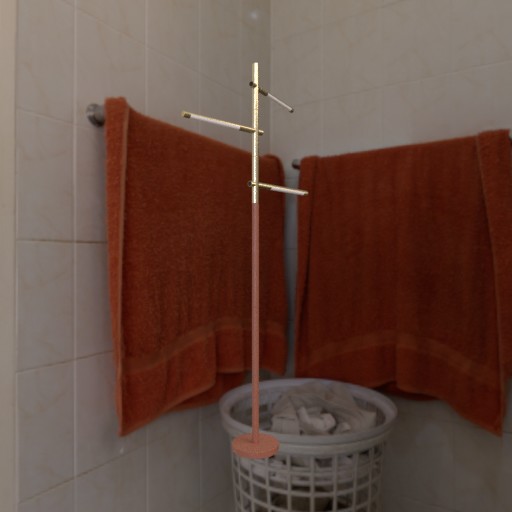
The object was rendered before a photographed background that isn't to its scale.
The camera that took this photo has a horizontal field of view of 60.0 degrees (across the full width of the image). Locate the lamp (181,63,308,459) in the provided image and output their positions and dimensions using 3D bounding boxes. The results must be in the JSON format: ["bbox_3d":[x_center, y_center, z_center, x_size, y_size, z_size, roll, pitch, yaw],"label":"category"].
[{"bbox_3d":[0.000,0.000,1.971,0.209,1.704,0.737,0,0,36],"label":"lamp"}]
